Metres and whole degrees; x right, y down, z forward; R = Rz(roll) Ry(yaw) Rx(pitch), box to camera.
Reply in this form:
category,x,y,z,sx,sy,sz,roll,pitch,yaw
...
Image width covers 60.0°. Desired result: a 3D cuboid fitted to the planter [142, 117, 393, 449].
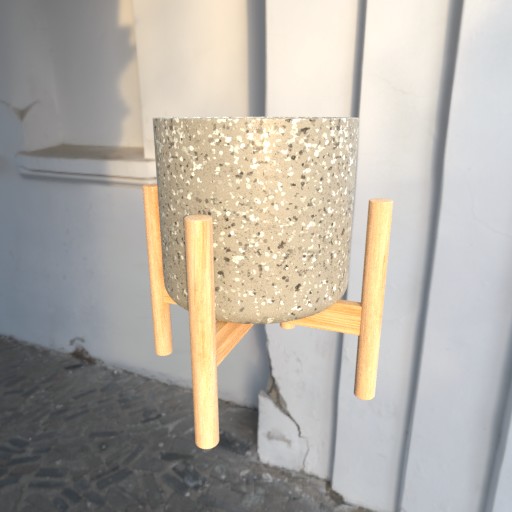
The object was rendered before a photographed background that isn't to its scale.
category,x,y,z,sx,sy,sz,roll,pitch,yaw
planter,0.000,0.000,0.537,0.284,0.320,0.284,16,24,41
